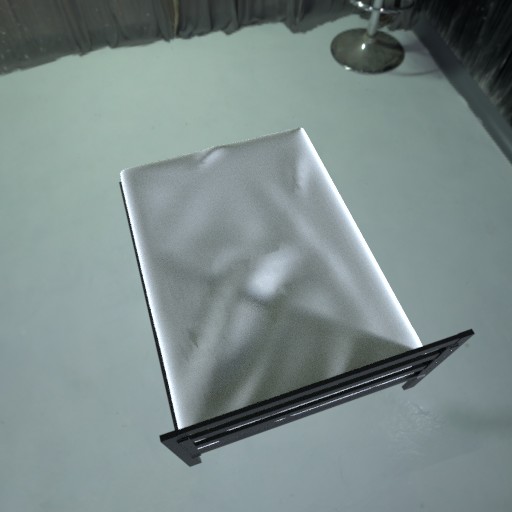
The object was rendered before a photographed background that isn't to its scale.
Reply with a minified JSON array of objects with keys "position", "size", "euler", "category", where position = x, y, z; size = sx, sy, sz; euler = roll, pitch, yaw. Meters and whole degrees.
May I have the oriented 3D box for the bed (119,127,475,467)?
[{"position":[0.000,0.000,2.901],"size":[1.524,0.967,2.062],"euler":[-16,60,-9],"category":"bed"}]
